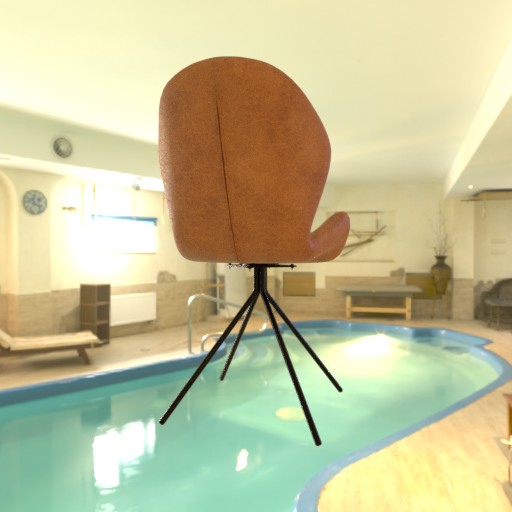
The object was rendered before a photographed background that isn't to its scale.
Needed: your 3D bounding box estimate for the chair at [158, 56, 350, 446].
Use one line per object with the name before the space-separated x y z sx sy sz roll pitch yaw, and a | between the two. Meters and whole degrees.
chair | 0.000 0.000 1.314 0.527 0.929 0.640 0 1 18
